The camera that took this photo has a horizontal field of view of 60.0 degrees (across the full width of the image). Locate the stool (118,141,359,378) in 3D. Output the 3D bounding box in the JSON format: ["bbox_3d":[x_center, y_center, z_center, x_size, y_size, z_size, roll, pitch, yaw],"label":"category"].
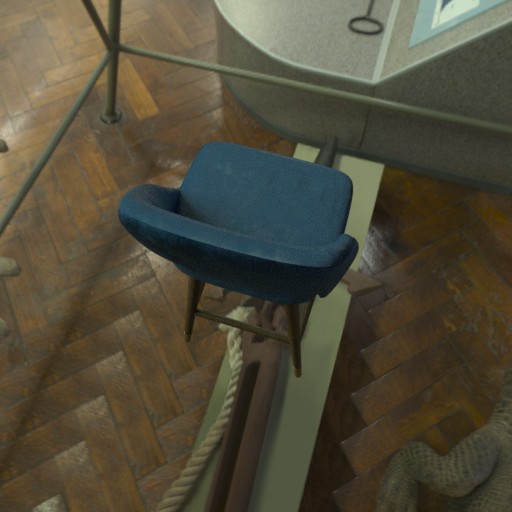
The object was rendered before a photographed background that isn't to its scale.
[{"bbox_3d":[0.000,0.000,1.305,0.514,1.016,0.515,16,65,8],"label":"stool"}]
